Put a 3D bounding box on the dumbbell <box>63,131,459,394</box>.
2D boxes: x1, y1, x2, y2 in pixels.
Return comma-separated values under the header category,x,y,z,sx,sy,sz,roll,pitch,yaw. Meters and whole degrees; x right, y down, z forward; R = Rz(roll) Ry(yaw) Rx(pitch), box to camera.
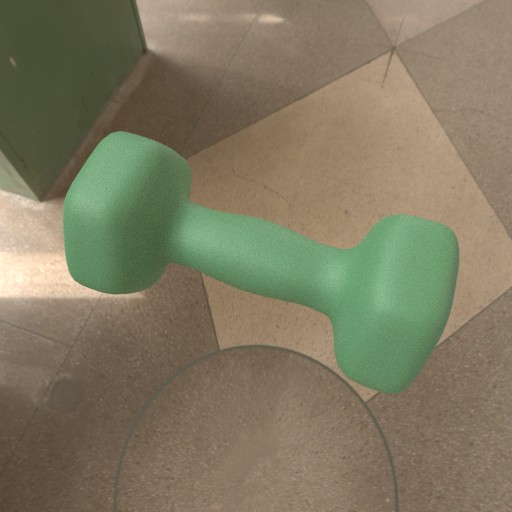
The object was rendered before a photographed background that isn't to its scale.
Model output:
category,x,y,z,sx,sy,sz,roll,pitch,yaw
dumbbell,0.000,0.000,0.315,0.257,0.114,0.126,18,64,9
